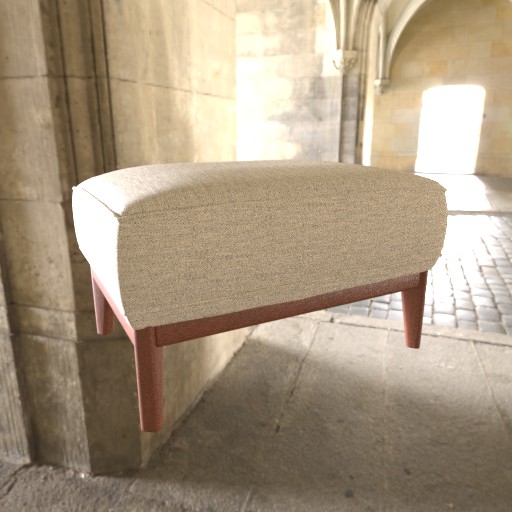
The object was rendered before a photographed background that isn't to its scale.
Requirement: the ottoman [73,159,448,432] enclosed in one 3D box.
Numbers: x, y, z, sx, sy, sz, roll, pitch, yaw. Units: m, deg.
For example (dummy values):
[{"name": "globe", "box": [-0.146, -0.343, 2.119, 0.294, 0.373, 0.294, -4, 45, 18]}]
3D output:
[{"name": "ottoman", "box": [0.000, 0.000, 1.130, 0.794, 0.465, 0.594, -8, 18, -27]}]
